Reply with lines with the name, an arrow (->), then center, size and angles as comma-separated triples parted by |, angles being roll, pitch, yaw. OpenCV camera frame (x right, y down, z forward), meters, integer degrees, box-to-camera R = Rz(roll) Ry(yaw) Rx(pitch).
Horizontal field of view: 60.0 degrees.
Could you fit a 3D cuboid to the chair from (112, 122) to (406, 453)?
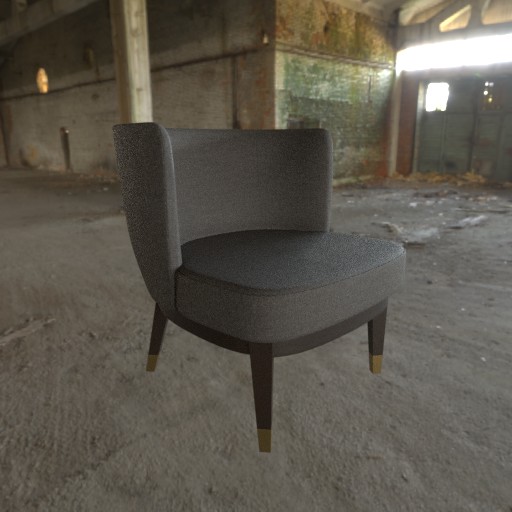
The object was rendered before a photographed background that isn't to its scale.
chair -> 0.000, 0.000, 1.229 | 0.698, 0.695, 0.639 | 14, 20, 43
